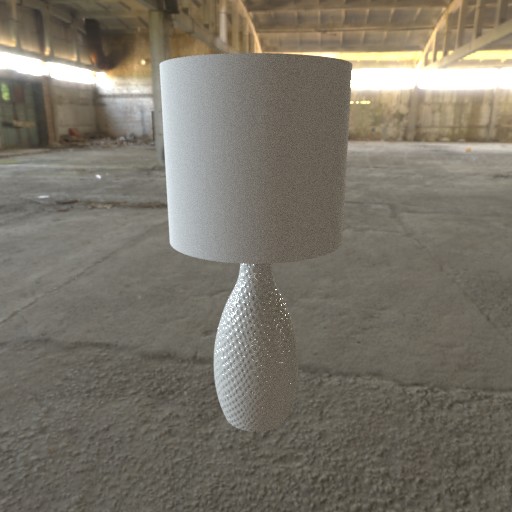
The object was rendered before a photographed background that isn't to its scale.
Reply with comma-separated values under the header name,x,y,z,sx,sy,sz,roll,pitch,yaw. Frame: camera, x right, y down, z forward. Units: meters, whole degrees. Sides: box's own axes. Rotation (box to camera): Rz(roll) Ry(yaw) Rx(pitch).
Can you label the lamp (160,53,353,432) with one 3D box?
name,x,y,z,sx,sy,sz,roll,pitch,yaw
lamp,0.000,0.000,0.569,0.214,0.466,0.214,3,17,8
